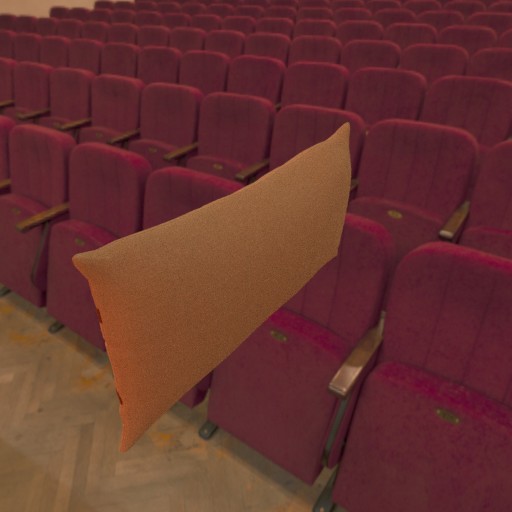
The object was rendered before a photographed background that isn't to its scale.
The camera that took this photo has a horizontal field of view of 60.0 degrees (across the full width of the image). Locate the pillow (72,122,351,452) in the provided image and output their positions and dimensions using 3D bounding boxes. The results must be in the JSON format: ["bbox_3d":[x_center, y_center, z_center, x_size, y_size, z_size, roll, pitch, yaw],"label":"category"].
[{"bbox_3d":[0.000,0.000,0.716,0.148,0.308,0.612,21,38,30],"label":"pillow"}]
